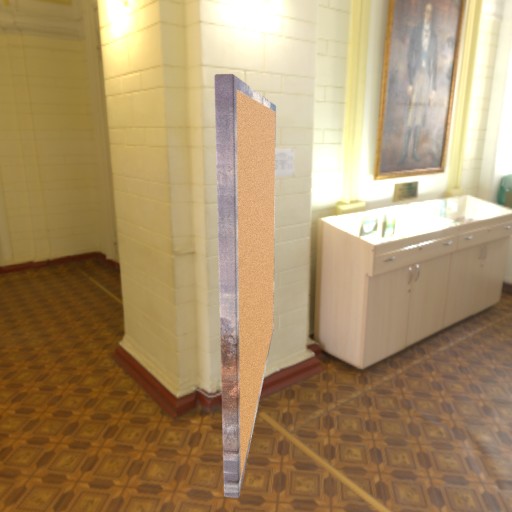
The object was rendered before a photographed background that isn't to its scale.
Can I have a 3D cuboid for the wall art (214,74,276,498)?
[{"bbox_3d":[0.000,0.000,1.492,0.040,1.020,1.010,2,16,7],"label":"wall art"}]
